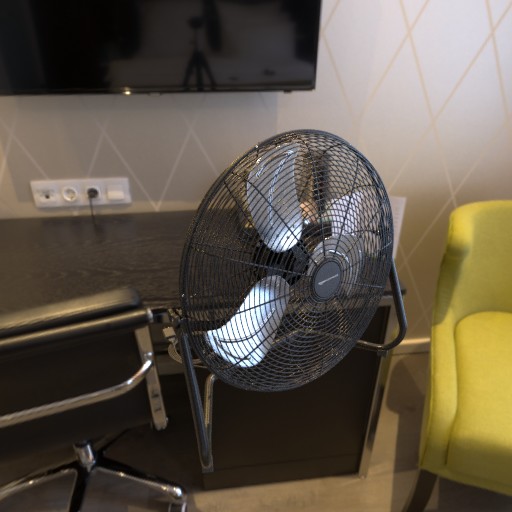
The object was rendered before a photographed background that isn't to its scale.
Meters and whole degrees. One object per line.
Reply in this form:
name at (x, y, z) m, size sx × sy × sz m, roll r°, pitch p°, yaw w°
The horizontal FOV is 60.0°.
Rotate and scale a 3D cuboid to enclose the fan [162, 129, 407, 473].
fan at (0.000, 0.000, 1.004) m, size 0.595 × 0.605 × 0.470 m, roll -21°, pitch 36°, yaw -32°
